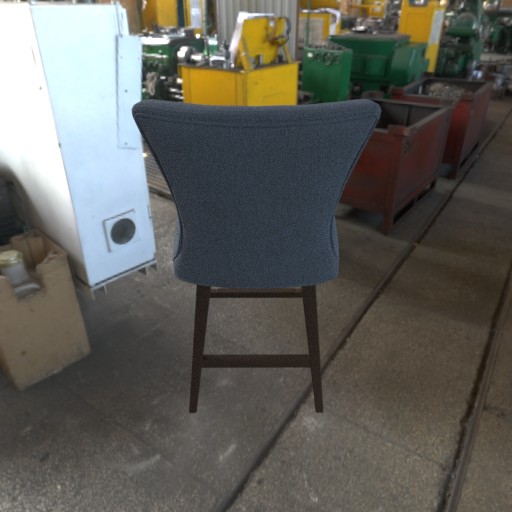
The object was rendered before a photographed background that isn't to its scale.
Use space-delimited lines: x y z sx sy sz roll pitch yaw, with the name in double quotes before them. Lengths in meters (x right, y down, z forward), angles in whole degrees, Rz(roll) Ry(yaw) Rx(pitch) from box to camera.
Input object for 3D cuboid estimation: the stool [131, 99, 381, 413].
"stool" 0.000 0.000 1.348 0.514 1.000 0.574 0 31 0
